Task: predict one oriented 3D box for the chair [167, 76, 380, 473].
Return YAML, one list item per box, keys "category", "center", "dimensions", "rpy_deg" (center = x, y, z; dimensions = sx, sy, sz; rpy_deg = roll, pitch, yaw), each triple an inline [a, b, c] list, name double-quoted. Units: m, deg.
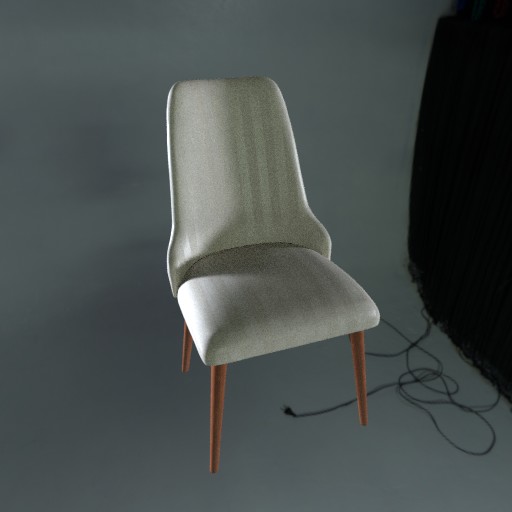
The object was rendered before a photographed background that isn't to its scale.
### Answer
- category: "chair"
  center: [0.000, 0.000, 1.336]
  dimensions: [0.526, 0.917, 0.684]
  rpy_deg: [-10, 32, -16]
